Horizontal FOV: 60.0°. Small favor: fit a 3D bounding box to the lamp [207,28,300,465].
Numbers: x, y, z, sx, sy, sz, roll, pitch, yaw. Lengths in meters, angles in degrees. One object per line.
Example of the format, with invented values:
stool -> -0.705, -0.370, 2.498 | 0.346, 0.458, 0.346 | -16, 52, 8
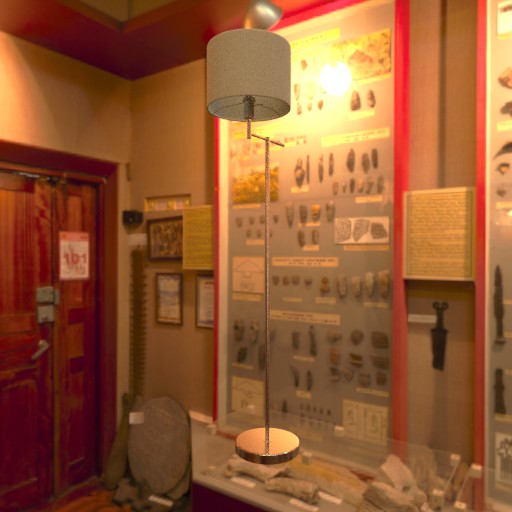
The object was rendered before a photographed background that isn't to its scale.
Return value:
lamp -> 0.000, 0.000, 1.761 | 0.324, 1.600, 0.416 | 1, 1, 36
